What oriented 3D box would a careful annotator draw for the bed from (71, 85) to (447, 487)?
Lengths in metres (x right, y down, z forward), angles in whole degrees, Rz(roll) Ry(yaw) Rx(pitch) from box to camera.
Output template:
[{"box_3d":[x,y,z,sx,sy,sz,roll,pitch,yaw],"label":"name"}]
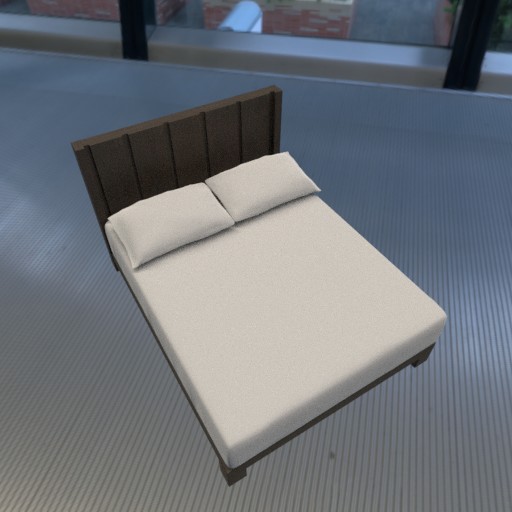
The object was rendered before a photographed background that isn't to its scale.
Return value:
[{"box_3d":[0.000,0.000,3.262,1.727,1.270,2.242,-24,51,-21],"label":"bed"}]
